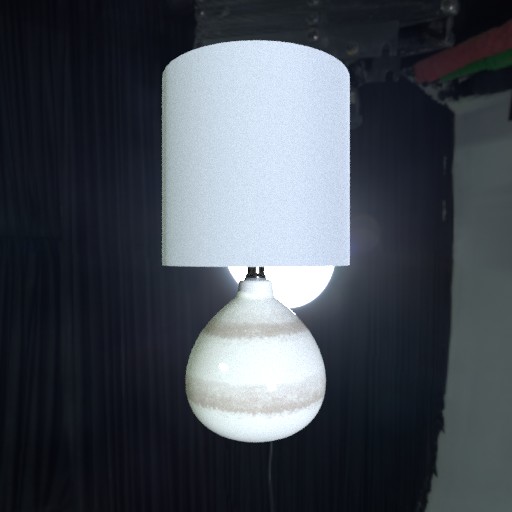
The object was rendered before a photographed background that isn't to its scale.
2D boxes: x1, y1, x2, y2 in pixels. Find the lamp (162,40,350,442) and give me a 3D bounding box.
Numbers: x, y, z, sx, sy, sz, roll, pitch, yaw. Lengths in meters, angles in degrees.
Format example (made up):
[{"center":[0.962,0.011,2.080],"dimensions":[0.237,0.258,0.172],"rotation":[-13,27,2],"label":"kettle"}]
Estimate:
[{"center":[0.000,0.000,0.522],"dimensions":[0.217,0.404,0.217],"rotation":[0,0,-37],"label":"lamp"}]
